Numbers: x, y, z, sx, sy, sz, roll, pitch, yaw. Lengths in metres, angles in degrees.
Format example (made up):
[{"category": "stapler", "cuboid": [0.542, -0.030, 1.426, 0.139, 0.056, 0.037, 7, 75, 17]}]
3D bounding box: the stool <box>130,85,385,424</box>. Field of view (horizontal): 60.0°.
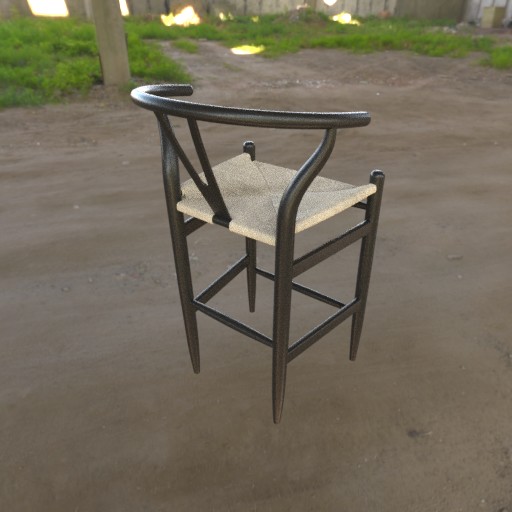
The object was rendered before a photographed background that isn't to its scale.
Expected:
[{"category": "stool", "cuboid": [0.000, 0.000, 1.302, 0.569, 0.970, 0.579, 22, 37, 32]}]
